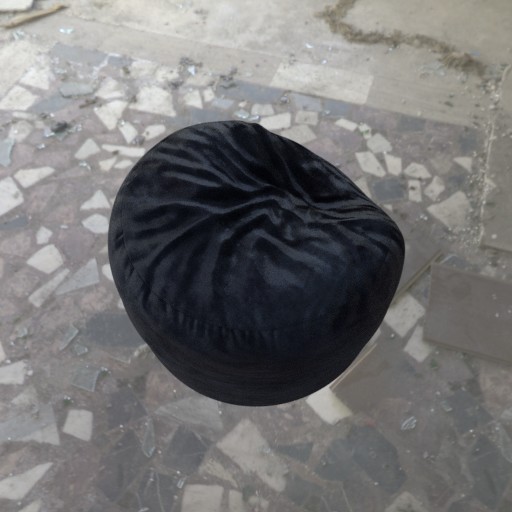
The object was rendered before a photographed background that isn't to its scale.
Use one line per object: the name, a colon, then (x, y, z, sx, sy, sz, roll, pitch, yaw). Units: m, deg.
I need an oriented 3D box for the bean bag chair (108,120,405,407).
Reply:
bean bag chair: (0.000, 0.000, 1.508, 0.918, 0.616, 0.918, 0, 59, 0)
